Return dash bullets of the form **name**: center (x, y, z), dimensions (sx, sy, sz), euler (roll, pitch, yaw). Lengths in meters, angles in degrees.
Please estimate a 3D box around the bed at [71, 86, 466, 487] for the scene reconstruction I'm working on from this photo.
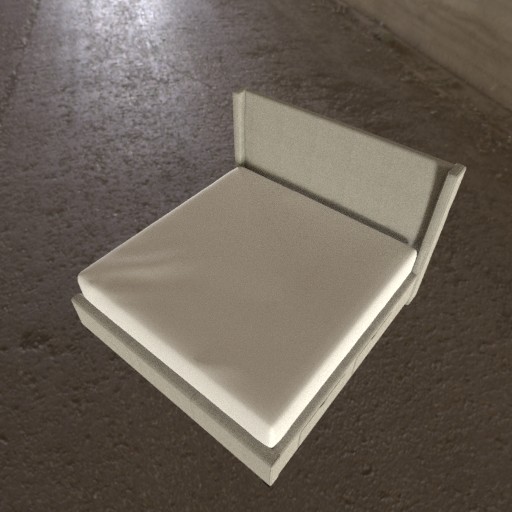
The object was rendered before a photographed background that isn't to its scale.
- **bed**: center (0.000, 0.000, 3.620), dimensions (2.140, 1.470, 2.280), euler (30, 52, 27)
